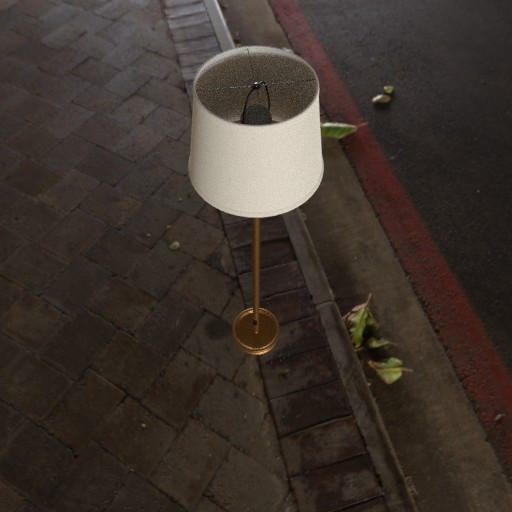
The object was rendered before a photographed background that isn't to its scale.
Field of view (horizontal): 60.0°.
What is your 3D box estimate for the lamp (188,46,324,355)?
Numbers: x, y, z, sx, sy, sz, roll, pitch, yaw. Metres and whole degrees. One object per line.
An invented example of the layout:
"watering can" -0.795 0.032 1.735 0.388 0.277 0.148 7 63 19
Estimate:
"lamp" 0.000 0.000 0.783 0.178 0.710 0.178 0 58 0
